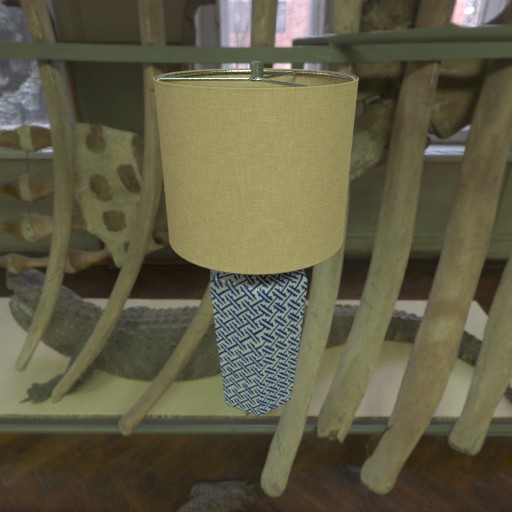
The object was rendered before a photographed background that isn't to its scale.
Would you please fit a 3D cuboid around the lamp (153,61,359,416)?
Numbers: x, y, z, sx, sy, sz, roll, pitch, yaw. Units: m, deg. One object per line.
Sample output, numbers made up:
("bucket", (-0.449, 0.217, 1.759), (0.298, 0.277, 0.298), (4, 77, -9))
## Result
("lamp", (0.000, 0.000, 0.850), (0.320, 0.682, 0.320), (0, 27, 0))
